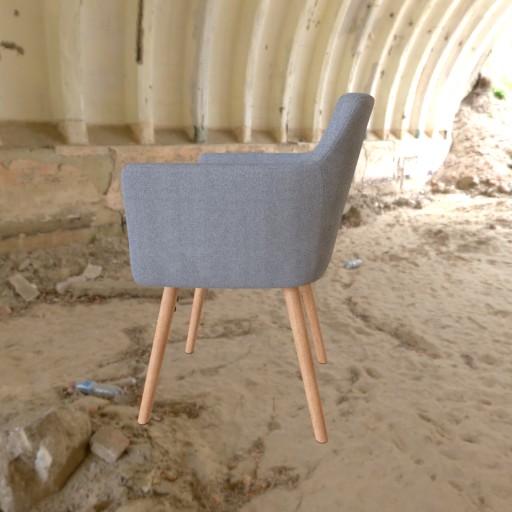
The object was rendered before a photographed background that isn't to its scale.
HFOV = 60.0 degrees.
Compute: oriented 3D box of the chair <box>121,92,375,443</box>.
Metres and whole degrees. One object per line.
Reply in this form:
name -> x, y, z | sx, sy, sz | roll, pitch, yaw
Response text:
chair -> 0.000, 0.000, 1.147 | 0.540, 0.780, 0.570 | 2, 15, 9
